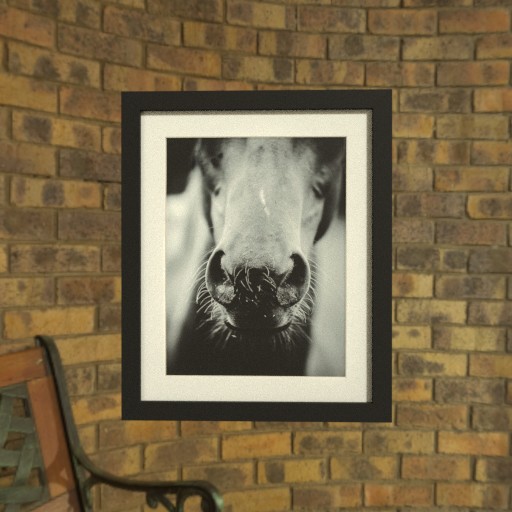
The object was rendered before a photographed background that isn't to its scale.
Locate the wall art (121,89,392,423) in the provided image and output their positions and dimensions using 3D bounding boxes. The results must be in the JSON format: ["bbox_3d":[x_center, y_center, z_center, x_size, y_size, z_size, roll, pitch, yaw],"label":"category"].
[{"bbox_3d":[0.000,0.000,0.764,0.457,0.559,0.033,0,0,1],"label":"wall art"}]
